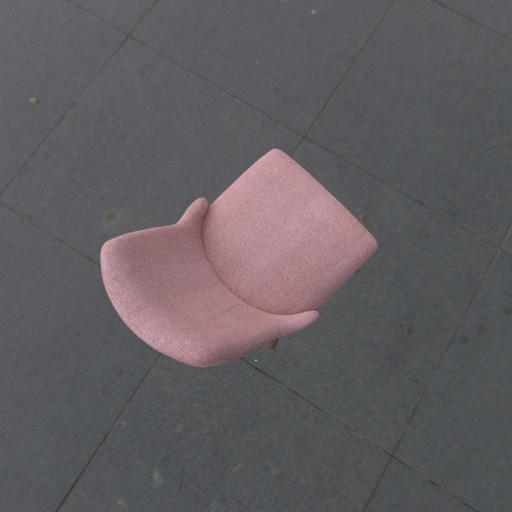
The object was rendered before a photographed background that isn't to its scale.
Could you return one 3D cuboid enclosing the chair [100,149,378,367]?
[{"bbox_3d":[0.000,0.000,1.367,0.707,0.918,0.535,-42,80,-9],"label":"chair"}]
